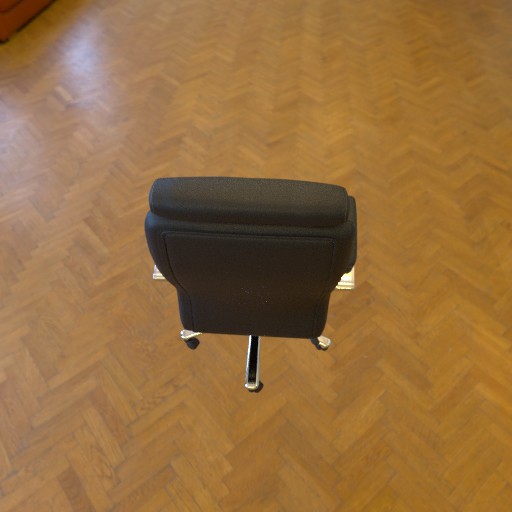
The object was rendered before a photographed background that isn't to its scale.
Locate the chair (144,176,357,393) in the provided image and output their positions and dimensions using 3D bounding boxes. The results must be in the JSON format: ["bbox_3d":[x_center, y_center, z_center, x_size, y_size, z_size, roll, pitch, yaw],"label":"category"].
[{"bbox_3d":[0.000,0.000,1.708,0.755,1.183,0.790,3,47,3],"label":"chair"}]
